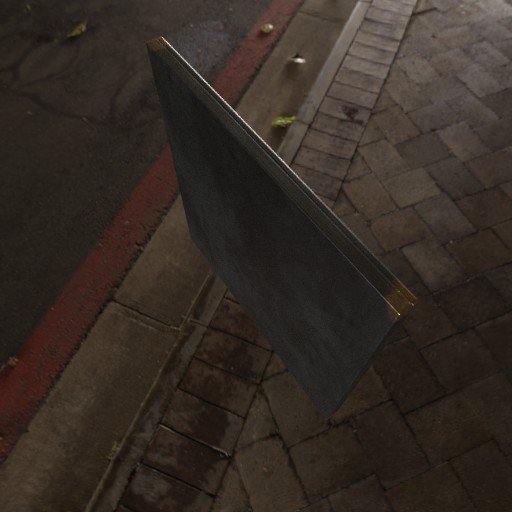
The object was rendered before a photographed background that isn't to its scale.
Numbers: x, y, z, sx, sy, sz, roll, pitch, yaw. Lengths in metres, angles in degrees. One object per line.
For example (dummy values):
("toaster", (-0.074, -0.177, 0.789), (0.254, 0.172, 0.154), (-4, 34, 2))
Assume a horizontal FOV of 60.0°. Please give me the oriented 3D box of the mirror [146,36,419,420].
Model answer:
("mirror", (0.000, 0.000, 0.557), (0.020, 0.381, 0.382), (-31, 64, -17))
